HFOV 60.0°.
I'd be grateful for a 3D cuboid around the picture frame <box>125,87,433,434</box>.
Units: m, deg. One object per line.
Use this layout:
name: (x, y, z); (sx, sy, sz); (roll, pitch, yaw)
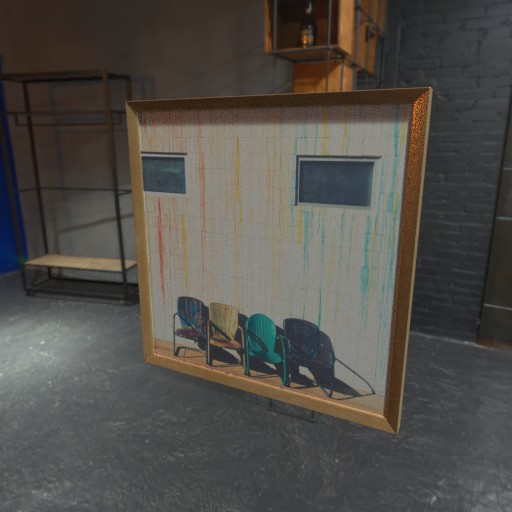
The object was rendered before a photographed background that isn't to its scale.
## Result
picture frame: (0.000, 0.000, 1.117); (0.758, 0.761, 0.037); (8, 17, 26)
